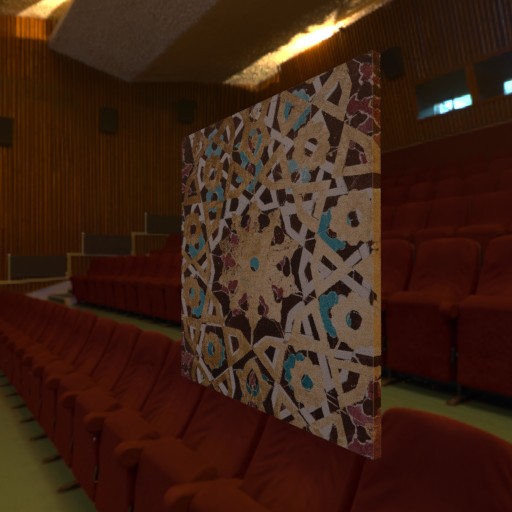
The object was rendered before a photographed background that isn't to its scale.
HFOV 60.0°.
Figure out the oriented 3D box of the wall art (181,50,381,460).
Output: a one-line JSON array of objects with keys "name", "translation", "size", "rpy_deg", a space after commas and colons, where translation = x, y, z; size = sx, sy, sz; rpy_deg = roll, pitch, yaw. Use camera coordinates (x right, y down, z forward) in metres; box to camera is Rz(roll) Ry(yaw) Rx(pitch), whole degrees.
[{"name": "wall art", "translation": [0.000, 0.000, 1.133], "size": [0.028, 0.762, 0.757], "rpy_deg": [0, -1, -37]}]
